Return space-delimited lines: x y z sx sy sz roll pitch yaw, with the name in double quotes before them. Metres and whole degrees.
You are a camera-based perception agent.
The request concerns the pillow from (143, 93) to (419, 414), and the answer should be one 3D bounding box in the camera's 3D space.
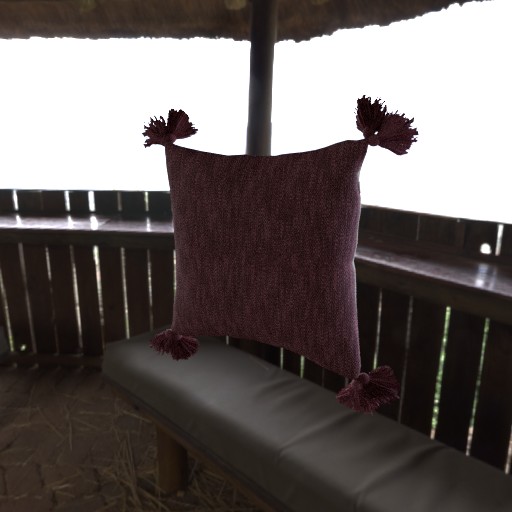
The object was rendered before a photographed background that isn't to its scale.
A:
"pillow" 0.000 0.000 0.972 0.641 0.659 0.138 7 14 27
